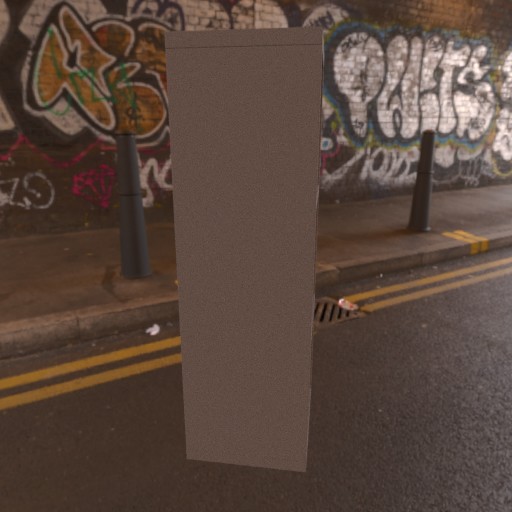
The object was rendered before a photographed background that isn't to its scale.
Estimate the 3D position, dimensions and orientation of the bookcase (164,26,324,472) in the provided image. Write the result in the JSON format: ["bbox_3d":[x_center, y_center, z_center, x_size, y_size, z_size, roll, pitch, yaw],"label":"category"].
[{"bbox_3d":[0.000,0.000,1.243,0.330,1.080,0.390,2,16,8],"label":"bookcase"}]
